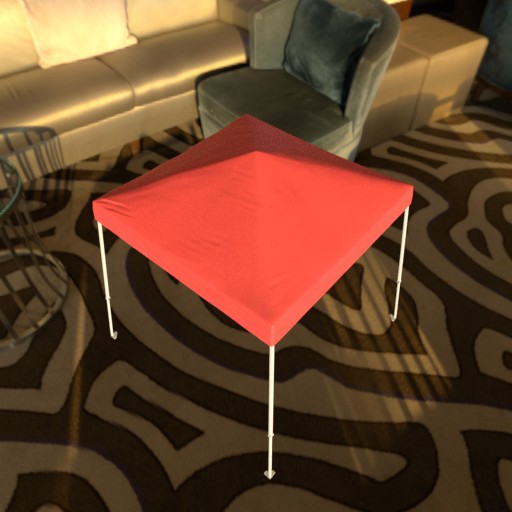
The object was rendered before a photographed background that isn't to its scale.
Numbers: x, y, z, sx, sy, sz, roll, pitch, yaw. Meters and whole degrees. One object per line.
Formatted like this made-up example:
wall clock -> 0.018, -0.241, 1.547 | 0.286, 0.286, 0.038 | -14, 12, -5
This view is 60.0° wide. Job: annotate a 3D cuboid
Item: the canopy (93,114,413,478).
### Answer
canopy -> 0.000, 0.000, 6.576 | 3.600, 3.600, 3.599 | 32, 54, 27
